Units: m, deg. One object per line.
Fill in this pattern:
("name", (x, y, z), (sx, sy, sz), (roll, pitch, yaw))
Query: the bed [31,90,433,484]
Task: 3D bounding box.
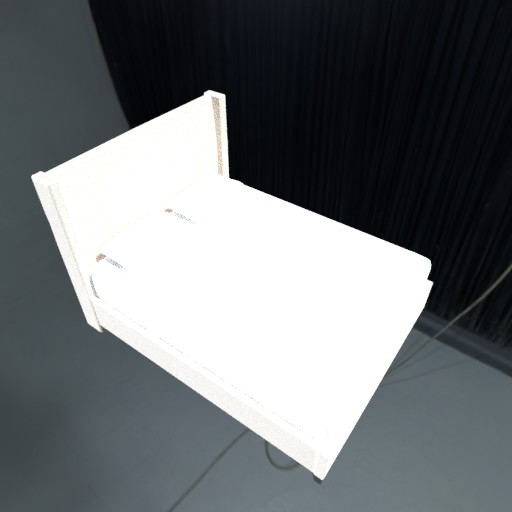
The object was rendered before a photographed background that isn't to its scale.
("bed", (0.000, 0.000, 3.364), (2.293, 1.471, 1.778), (26, 48, 26))
